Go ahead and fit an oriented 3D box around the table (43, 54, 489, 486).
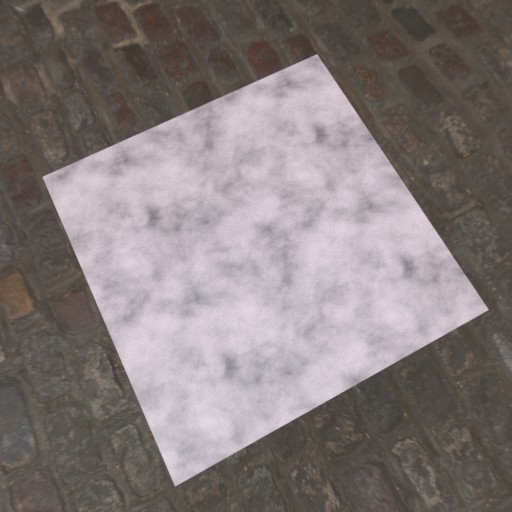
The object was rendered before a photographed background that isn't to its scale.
[{"bbox_3d":[0.000,0.000,1.341,0.890,0.305,0.890,-27,76,-7],"label":"table"}]
